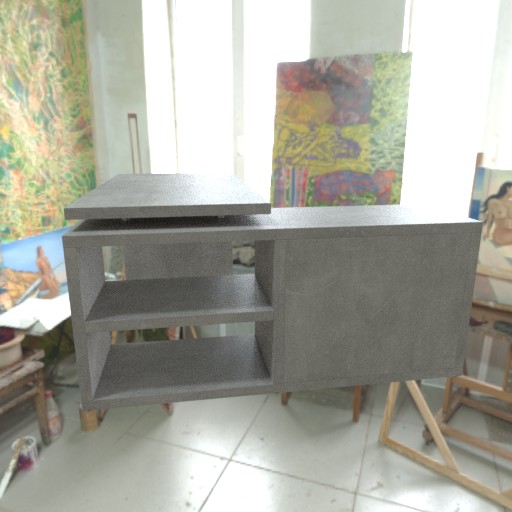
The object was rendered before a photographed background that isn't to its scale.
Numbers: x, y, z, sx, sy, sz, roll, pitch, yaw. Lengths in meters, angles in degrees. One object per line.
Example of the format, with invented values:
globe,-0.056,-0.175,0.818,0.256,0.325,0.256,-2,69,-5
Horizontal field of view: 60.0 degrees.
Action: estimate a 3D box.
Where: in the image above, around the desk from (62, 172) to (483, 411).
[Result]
desk,0.000,0.000,2.289,1.500,0.740,1.400,-2,15,-9
